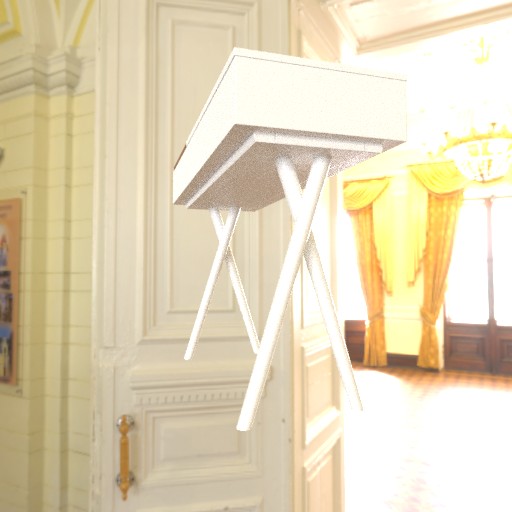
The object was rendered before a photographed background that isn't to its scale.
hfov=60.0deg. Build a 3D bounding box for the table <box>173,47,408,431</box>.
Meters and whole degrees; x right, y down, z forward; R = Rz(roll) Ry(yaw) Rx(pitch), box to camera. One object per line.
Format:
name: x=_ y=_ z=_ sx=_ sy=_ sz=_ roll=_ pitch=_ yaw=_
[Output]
table: x=0.000 y=0.000 z=1.433 sx=0.418 sy=0.785 sz=1.066 roll=1 pitch=-2 yaw=-17
